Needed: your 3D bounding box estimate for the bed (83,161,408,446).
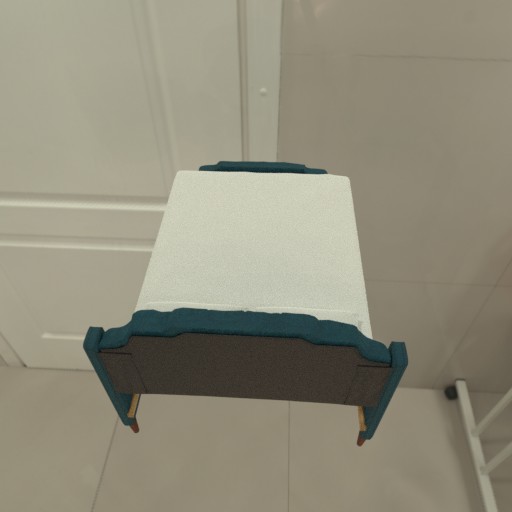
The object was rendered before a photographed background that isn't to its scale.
[{"bbox_3d":[0.000,0.000,3.391,1.676,1.351,2.322,2,47,2],"label":"bed"}]
